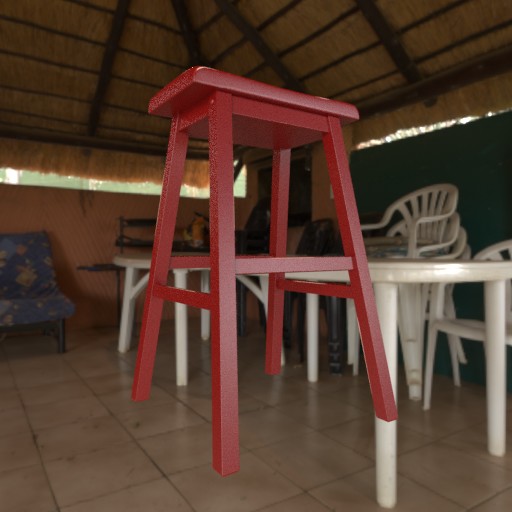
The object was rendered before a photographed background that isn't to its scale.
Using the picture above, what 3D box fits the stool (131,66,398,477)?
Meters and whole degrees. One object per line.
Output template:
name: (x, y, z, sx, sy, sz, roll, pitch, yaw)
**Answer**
stool: (0.000, 0.000, 1.067, 0.457, 0.737, 0.476, -1, 1, -34)
